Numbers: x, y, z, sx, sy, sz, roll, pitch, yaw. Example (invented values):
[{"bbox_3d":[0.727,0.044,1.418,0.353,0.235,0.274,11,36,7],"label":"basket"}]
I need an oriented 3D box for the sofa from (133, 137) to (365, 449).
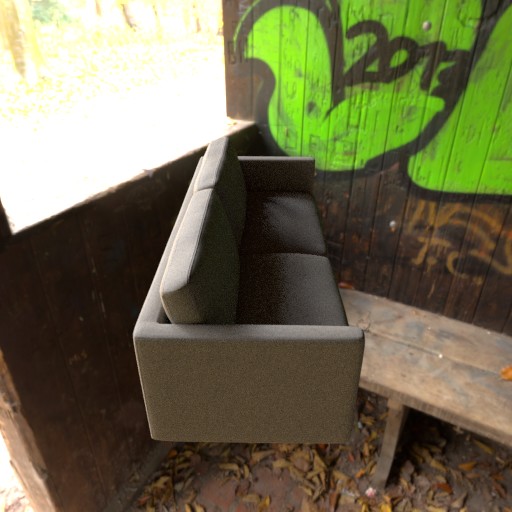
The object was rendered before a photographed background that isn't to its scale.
[{"bbox_3d":[0.000,0.000,2.788,0.956,0.963,2.208,1,31,1],"label":"sofa"}]
